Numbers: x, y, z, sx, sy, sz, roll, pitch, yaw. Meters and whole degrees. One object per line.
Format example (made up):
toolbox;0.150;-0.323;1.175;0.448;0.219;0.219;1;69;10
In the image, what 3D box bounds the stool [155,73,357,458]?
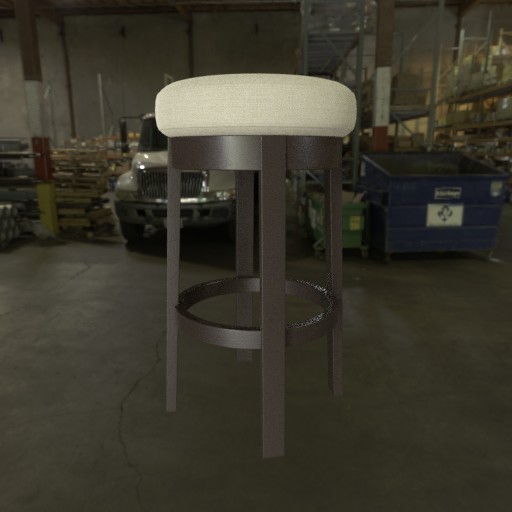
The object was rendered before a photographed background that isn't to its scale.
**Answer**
stool;0.000;0.000;1.039;0.446;0.758;0.446;0;14;0
